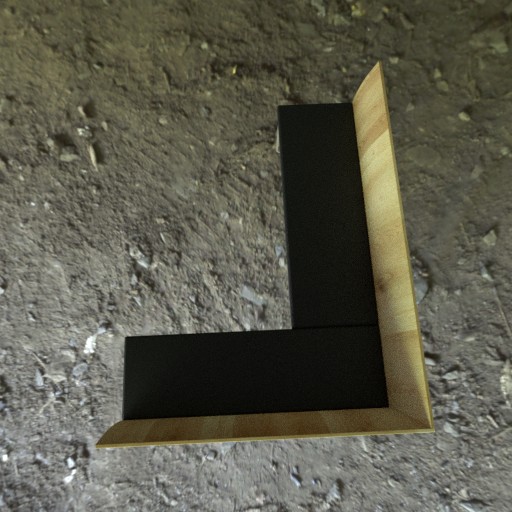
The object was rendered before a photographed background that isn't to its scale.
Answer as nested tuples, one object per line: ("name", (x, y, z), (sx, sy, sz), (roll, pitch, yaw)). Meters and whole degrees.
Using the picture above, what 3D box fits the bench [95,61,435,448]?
("bench", (0.000, 0.000, 2.656), (1.495, 0.930, 1.945), (-2, 74, -1))
